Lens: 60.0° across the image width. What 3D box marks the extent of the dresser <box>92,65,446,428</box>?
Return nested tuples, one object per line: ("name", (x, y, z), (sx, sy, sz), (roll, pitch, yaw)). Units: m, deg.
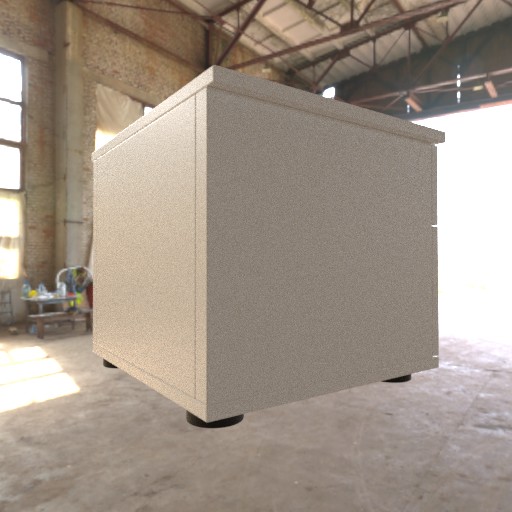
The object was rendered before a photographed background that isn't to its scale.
("dresser", (0.000, 0.000, 0.711), (0.400, 0.360, 0.430), (0, -1, -35))
